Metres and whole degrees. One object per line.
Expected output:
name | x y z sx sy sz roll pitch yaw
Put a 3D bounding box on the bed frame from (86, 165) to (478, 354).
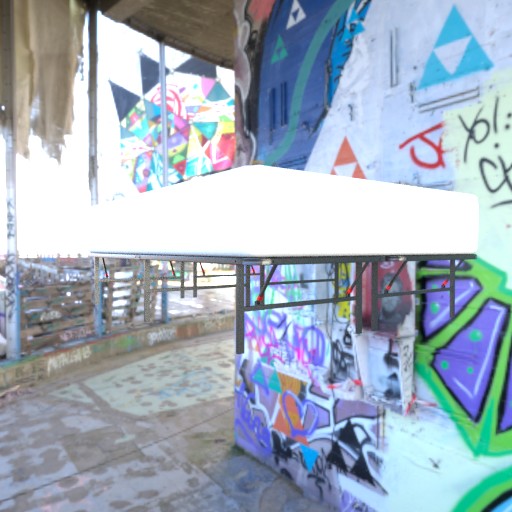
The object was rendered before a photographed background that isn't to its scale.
bed frame | 0.000 0.000 2.744 1.528 0.677 2.037 -1 1 -36
